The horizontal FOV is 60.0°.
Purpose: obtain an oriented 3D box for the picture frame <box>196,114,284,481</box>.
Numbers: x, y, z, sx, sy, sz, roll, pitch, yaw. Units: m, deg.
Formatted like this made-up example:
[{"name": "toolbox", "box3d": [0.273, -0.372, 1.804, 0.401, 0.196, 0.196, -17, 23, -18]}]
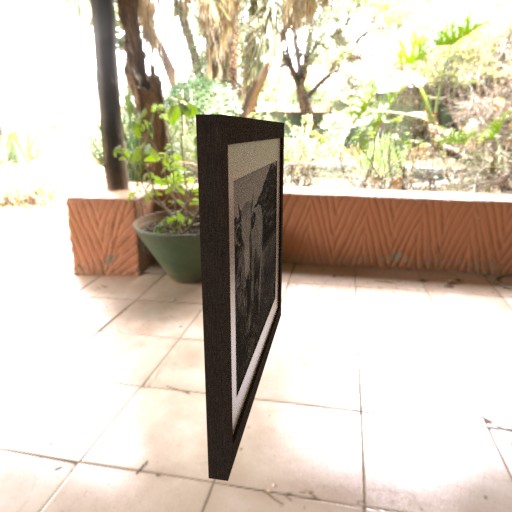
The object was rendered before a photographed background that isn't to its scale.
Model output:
[{"name": "picture frame", "box3d": [0.000, 0.000, 0.775, 0.026, 0.455, 0.546, 3, 16, 10]}]
